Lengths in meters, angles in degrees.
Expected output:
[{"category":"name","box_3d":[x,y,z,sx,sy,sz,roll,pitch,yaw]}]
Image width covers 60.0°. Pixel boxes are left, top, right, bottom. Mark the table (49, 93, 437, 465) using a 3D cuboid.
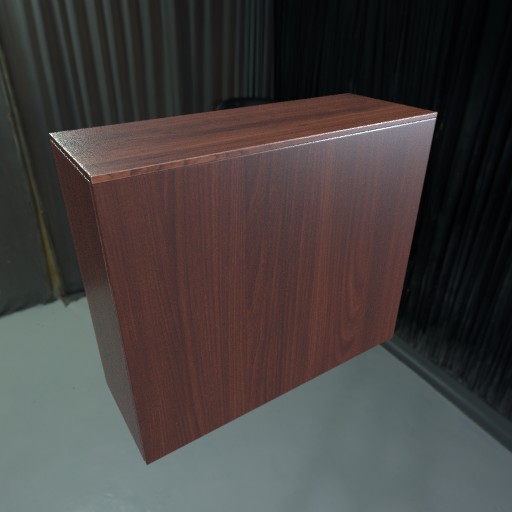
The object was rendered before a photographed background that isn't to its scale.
[{"category":"table","box_3d":[0.000,0.000,1.317,0.930,0.790,0.380,-18,34,-28]}]
